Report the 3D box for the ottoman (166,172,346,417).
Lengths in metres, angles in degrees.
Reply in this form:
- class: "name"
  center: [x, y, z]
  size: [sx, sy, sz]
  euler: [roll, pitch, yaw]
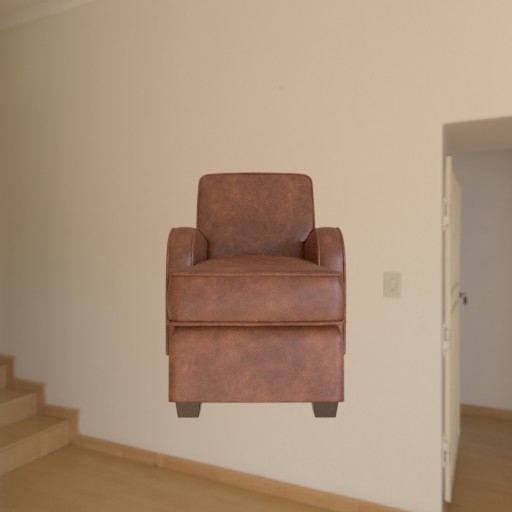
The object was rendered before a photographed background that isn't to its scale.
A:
- class: "ottoman"
  center: [0.000, 0.000, 1.867]
  size: [0.732, 0.904, 1.314]
  euler: [0, 0, 0]
